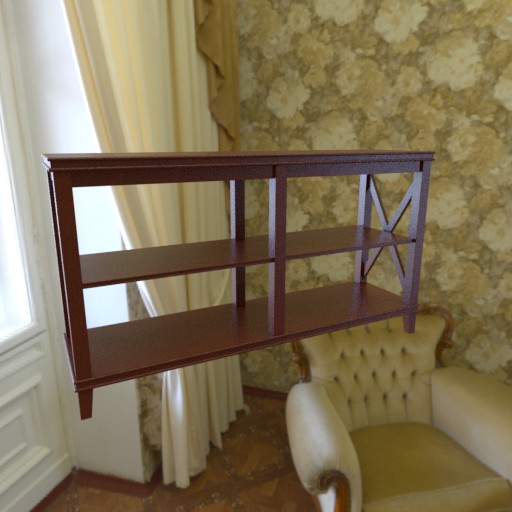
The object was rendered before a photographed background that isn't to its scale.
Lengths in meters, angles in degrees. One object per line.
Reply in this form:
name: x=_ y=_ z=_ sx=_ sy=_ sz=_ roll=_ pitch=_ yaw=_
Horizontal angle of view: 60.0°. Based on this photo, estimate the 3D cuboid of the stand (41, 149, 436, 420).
stand: x=0.000 y=0.000 z=1.673 sx=1.372 sy=0.762 sz=0.381 roll=-7 pitch=16 yaw=-26
